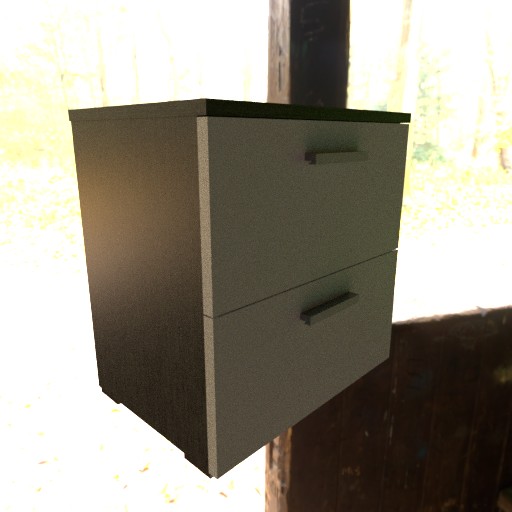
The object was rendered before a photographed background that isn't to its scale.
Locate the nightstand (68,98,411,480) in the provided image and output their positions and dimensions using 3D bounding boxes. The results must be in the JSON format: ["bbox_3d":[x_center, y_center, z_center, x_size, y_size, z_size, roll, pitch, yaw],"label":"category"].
[{"bbox_3d":[0.000,0.000,0.741,0.325,0.460,0.441,14,21,42],"label":"nightstand"}]
